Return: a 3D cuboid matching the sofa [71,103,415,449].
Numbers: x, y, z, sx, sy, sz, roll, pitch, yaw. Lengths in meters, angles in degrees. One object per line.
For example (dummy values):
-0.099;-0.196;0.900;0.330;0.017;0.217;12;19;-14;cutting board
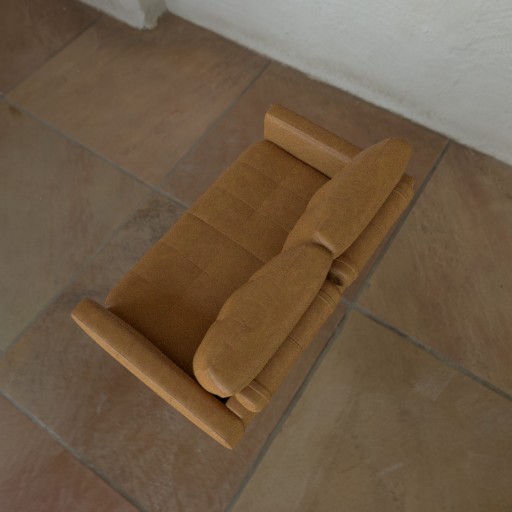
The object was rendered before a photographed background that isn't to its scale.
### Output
0.000;0.000;2.006;0.868;0.898;1.430;34;68;15;sofa
